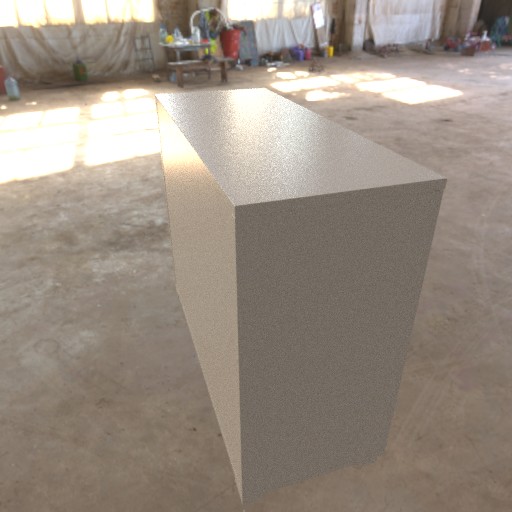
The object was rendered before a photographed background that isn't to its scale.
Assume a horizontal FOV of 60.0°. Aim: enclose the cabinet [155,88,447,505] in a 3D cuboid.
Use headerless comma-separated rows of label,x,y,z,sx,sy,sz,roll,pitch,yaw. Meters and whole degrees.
cabinet,0.000,0.000,1.358,0.400,0.800,1.000,-9,31,-16
